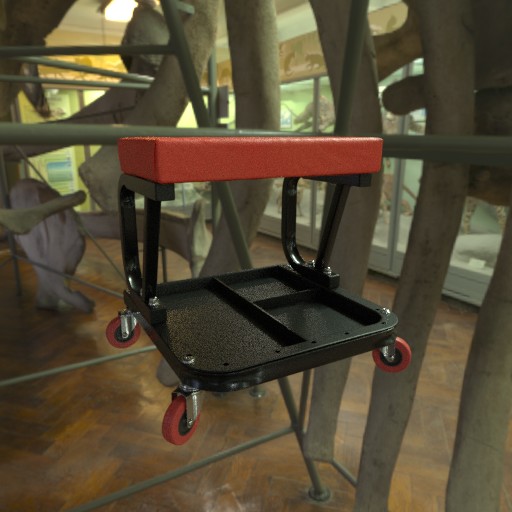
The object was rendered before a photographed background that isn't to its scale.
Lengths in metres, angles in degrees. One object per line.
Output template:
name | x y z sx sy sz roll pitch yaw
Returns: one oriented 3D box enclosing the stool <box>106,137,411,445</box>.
stool | 0.000 0.000 0.734 0.446 0.380 0.371 -8 17 -28
